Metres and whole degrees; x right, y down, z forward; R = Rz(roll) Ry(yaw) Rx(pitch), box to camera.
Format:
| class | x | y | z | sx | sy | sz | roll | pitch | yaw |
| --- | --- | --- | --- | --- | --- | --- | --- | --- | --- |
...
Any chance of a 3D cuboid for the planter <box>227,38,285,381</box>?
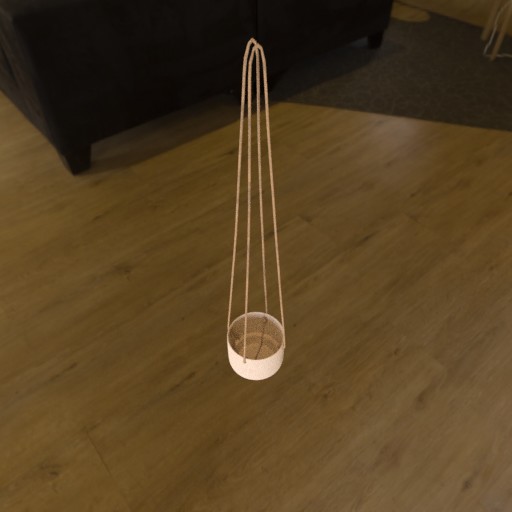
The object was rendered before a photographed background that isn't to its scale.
| class | x | y | z | sx | sy | sz | roll | pitch | yaw |
| --- | --- | --- | --- | --- | --- | --- | --- | --- | --- |
| planter | 0.000 | 0.000 | 0.903 | 0.146 | 0.841 | 0.146 | -18 | 49 | -16 |
